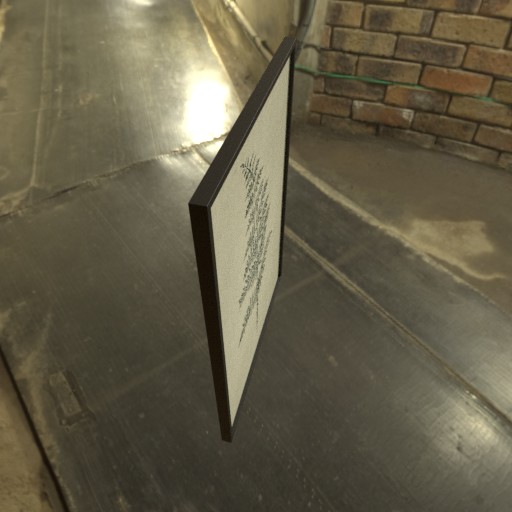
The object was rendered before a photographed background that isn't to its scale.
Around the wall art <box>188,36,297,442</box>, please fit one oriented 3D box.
[{"bbox_3d":[0.000,0.000,1.433,0.036,1.070,0.802,11,47,10],"label":"wall art"}]
